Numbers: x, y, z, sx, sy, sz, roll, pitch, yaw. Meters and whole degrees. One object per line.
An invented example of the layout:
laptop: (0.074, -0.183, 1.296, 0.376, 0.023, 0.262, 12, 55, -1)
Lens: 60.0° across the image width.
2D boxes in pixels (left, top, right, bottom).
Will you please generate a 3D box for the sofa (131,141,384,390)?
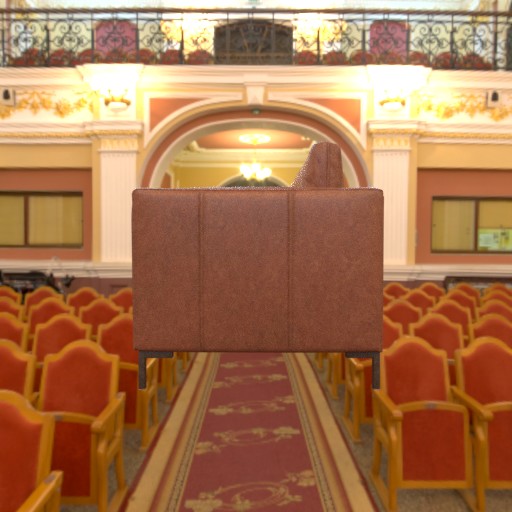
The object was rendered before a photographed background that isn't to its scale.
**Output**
sofa: (0.000, 0.000, 2.366, 0.899, 0.883, 1.797, 0, 1, 0)
